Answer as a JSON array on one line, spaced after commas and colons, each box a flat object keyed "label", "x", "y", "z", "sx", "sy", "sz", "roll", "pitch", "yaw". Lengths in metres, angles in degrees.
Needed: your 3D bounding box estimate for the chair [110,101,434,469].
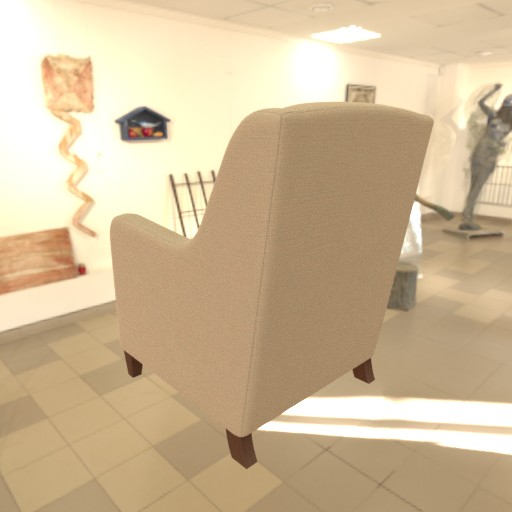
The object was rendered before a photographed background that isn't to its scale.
[{"label": "chair", "x": 0.000, "y": 0.000, "z": 1.590, "sx": 0.715, "sy": 1.017, "sz": 0.896, "roll": -15, "pitch": 22, "yaw": -42}]
